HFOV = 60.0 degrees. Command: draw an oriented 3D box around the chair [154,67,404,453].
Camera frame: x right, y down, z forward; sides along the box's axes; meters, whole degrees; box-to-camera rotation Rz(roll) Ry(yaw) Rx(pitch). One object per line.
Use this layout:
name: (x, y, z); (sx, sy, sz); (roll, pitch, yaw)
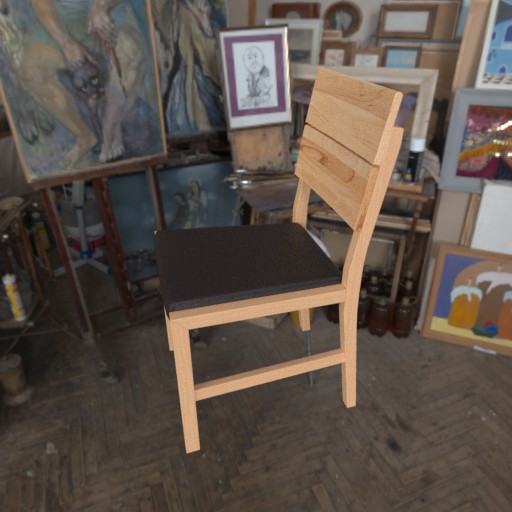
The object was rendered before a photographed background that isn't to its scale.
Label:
chair: (0.000, 0.000, 1.285); (0.560, 0.950, 0.475); (-8, 31, -13)
